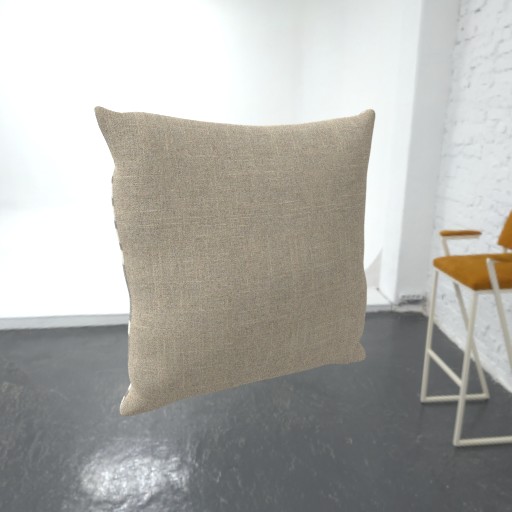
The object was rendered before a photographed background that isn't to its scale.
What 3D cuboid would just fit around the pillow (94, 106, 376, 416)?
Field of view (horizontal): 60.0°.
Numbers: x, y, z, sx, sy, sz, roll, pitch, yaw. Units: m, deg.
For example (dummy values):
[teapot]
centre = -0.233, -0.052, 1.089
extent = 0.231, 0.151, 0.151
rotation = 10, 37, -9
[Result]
[pillow]
centre = 0.000, 0.000, 0.681
extent = 0.439, 0.440, 0.182
rotation = -7, 16, -25
